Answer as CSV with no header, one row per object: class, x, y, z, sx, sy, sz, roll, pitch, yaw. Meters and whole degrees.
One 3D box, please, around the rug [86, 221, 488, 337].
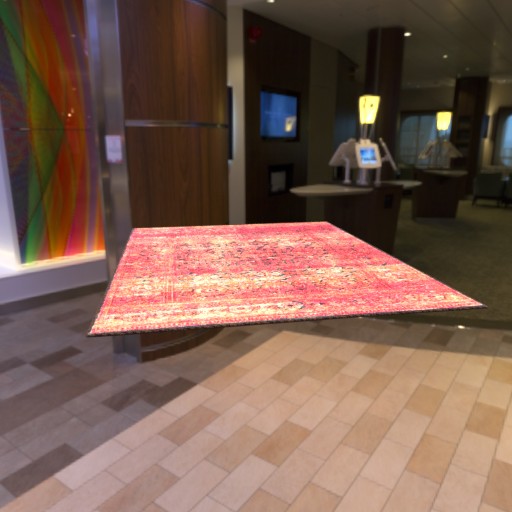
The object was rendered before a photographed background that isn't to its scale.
rug,0.000,0.000,4.010,2.411,0.020,3.032,-3,15,-10
